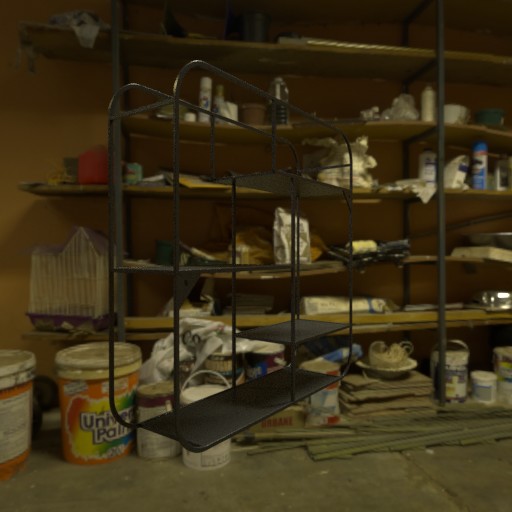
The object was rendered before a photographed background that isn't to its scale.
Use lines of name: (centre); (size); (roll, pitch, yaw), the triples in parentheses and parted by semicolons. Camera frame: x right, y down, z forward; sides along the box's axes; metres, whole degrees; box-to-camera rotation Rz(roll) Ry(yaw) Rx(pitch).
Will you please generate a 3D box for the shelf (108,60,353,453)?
shelf: (0.000, 0.000, 0.923); (0.160, 0.600, 0.600); (0, 1, 37)
